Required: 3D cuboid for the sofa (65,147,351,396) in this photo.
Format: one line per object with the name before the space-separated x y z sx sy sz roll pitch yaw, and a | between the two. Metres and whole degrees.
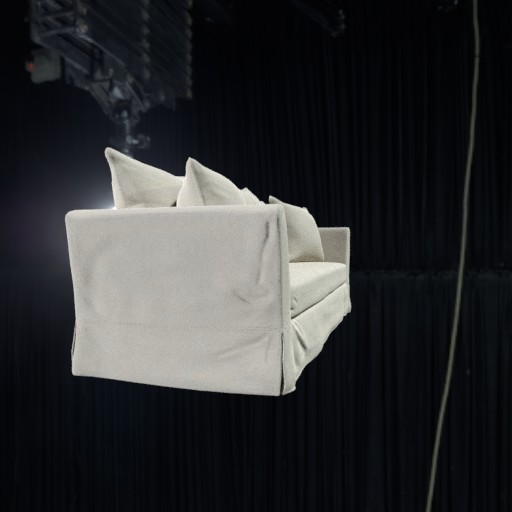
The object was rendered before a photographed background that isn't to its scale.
sofa | 0.000 0.000 2.994 1.046 1.047 2.499 0 1 18
